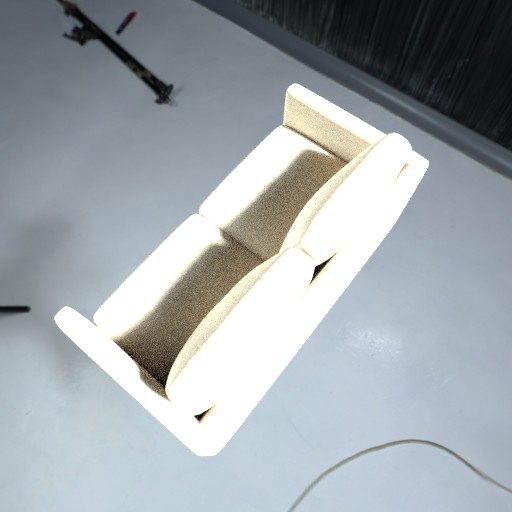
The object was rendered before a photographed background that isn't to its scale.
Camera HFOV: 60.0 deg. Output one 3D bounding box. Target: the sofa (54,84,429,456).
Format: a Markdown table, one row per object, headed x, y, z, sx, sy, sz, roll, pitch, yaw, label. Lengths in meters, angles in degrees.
| x | y | z | sx | sy | sz | roll | pitch | yaw | label |
| --- | --- | --- | --- | --- | --- | --- | --- | --- | --- |
| 0.000 | 0.000 | 2.451 | 0.950 | 0.963 | 1.884 | 36 | 71 | 15 | sofa |
